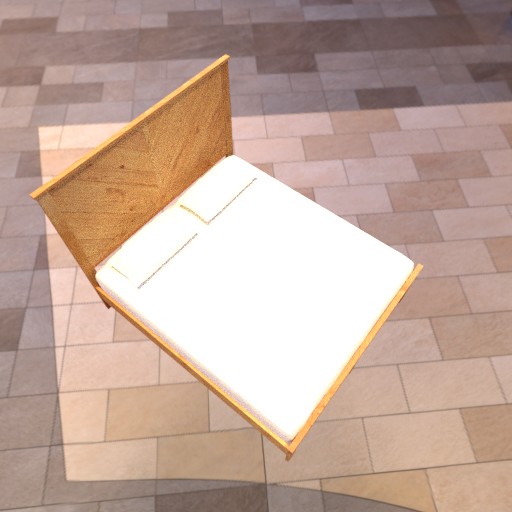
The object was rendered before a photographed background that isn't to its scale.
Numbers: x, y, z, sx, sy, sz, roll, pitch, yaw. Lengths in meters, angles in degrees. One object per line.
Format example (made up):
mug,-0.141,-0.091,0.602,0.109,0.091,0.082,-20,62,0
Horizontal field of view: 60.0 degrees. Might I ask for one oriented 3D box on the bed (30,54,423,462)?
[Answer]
bed,0.000,0.000,4.151,2.530,1.938,2.225,34,64,20
